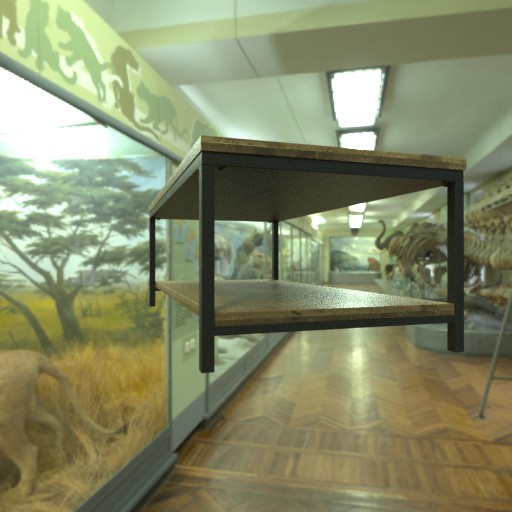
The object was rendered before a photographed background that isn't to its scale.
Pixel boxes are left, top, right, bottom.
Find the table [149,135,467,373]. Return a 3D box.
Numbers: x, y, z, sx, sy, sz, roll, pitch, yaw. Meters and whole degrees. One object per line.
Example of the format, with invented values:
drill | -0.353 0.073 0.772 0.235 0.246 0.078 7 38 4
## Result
table | 0.000 0.000 1.347 0.551 0.399 1.100 0 0 -18
